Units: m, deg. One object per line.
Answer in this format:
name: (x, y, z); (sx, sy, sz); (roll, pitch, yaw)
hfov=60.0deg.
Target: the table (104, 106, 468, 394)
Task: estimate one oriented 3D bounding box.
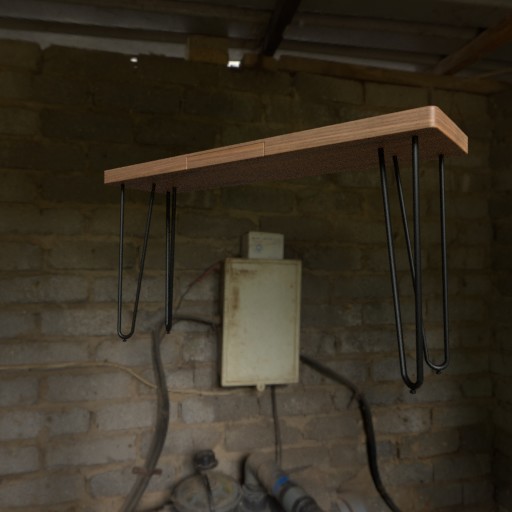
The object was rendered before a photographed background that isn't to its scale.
table: (0.000, 0.000, 1.868); (1.570, 0.834, 0.425); (0, -1, 37)
